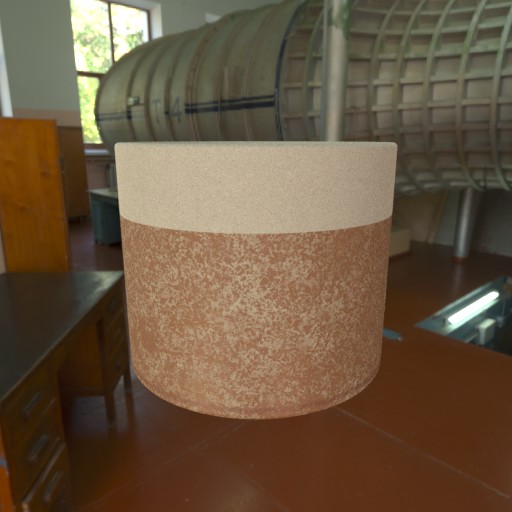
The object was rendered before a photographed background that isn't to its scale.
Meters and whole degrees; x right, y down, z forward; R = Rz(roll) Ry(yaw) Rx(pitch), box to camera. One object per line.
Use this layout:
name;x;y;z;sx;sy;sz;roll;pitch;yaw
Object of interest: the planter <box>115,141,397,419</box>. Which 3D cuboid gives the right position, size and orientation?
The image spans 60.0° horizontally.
planter;0.000;0.000;0.277;0.159;0.138;0.159;0;15;0
